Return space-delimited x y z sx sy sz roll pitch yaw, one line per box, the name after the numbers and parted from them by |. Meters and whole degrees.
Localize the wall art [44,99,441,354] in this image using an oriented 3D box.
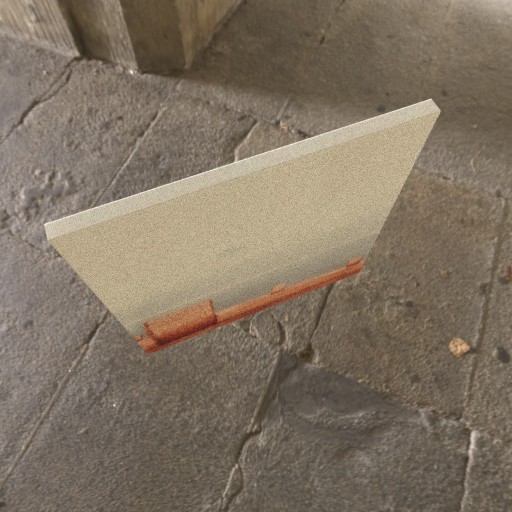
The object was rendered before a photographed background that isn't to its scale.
0.000 0.000 1.145 0.760 0.760 0.042 -20 65 -10 | wall art
